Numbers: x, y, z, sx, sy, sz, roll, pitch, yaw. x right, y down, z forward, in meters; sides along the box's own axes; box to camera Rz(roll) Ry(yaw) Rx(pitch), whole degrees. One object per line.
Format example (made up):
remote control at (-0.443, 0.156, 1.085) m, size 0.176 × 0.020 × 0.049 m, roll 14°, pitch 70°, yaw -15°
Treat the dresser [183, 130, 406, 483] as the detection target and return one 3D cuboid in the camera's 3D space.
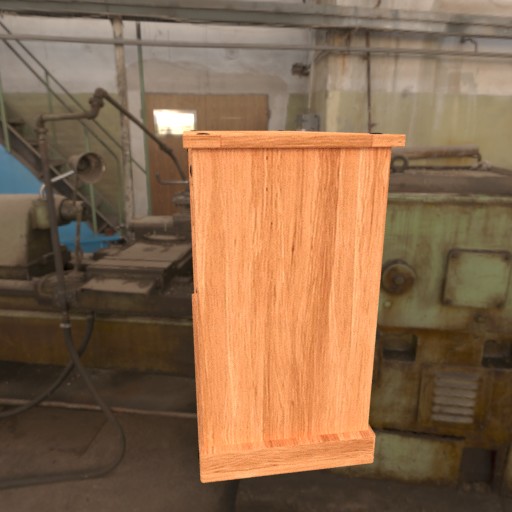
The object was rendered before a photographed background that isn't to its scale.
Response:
dresser at (0.000, 0.000, 1.364) m, size 0.410 × 0.740 × 0.990 m, roll -2°, pitch 16°, yaw -9°
